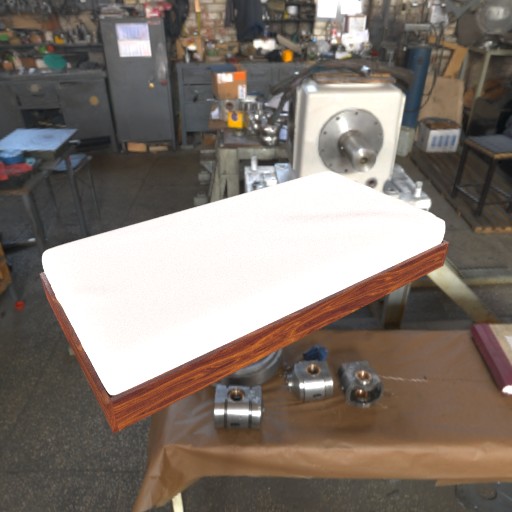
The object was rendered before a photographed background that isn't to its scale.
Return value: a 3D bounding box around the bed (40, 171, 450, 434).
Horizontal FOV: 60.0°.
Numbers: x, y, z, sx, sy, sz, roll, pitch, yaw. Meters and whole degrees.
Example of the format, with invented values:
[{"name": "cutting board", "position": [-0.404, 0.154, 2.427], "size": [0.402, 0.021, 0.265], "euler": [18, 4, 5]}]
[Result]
[{"name": "bed", "position": [0.000, 0.000, 2.234], "size": [1.860, 0.312, 0.940], "euler": [-20, 37, -29]}]
